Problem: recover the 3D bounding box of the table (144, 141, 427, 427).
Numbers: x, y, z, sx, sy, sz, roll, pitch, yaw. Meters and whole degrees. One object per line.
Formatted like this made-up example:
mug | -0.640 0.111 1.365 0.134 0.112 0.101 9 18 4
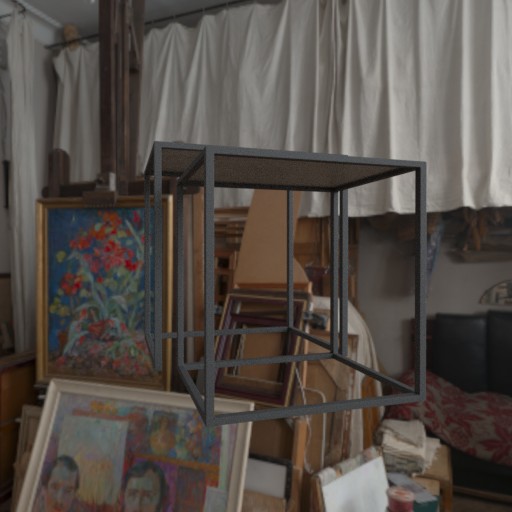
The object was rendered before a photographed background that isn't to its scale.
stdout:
table | 0.000 0.000 1.129 0.508 0.540 0.788 0 1 -17
